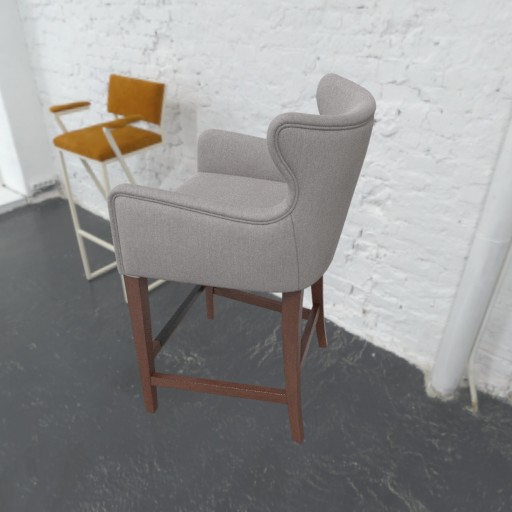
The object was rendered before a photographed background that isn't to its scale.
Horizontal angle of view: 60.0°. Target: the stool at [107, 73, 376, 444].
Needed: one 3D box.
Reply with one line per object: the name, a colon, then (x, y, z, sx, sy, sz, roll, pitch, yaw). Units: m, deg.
stool: (0.000, 0.000, 1.310, 0.575, 0.951, 0.575, 9, 31, 15)
